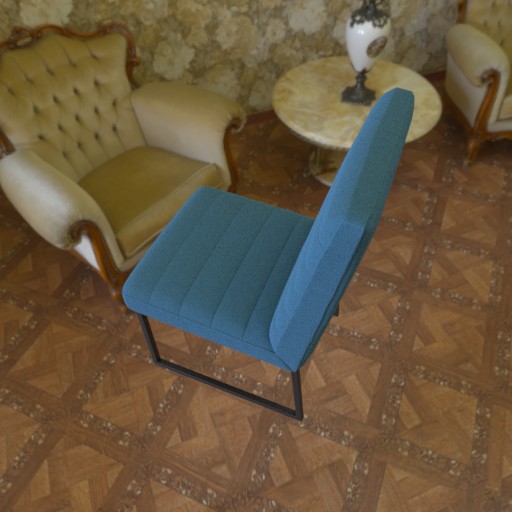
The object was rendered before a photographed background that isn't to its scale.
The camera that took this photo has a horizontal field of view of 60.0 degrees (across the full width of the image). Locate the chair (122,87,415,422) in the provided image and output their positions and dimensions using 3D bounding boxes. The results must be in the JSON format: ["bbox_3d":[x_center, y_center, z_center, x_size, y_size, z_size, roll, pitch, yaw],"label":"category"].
[{"bbox_3d":[0.000,0.000,1.306,0.634,0.930,0.520,17,50,15],"label":"chair"}]
